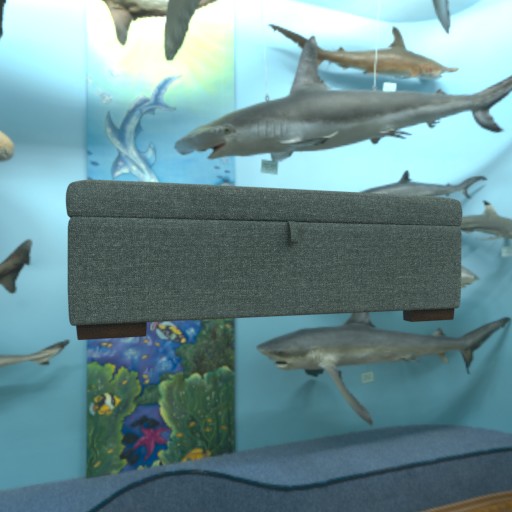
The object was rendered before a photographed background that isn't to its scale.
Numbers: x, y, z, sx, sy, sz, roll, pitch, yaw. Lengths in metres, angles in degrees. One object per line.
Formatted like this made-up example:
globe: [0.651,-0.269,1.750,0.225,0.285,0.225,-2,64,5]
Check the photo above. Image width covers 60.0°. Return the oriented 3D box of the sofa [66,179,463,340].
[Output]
sofa: [0.000,0.000,1.611,1.198,0.417,0.782,0,0,-18]
